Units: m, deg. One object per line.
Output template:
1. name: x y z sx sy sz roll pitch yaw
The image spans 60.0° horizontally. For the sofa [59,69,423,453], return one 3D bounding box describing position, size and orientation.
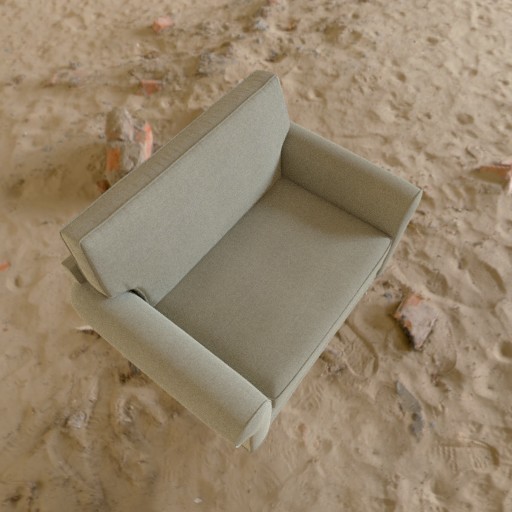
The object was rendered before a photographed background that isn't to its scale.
1. sofa: 0.000 0.000 2.022 0.936 0.991 1.405 33 64 19
